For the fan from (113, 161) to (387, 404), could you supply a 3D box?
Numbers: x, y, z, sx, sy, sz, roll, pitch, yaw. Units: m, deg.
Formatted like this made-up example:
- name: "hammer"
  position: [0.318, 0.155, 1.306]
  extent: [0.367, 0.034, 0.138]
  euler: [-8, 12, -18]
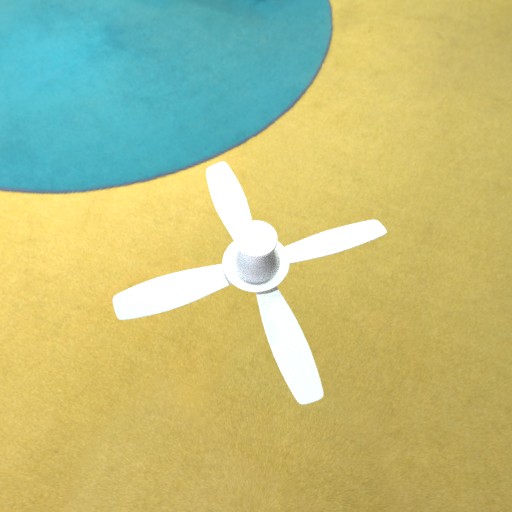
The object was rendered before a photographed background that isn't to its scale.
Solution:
- name: "fan"
  position: [0.000, 0.000, 2.553]
  extent: [1.694, 0.382, 1.693]
  euler: [-17, 61, -10]
